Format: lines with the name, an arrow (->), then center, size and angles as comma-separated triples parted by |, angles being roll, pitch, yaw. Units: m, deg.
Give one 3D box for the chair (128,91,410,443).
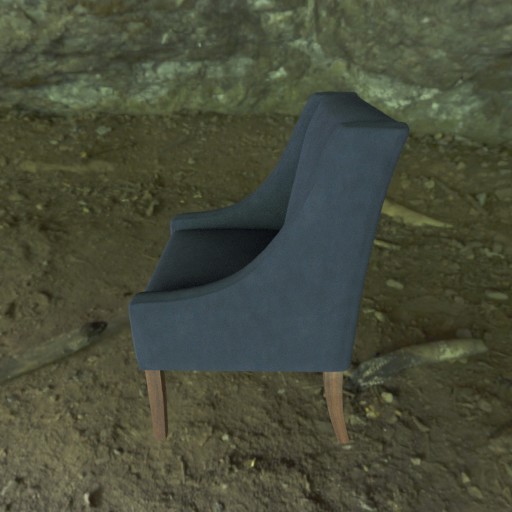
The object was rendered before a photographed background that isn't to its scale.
chair -> 0.000, 0.000, 1.344 | 0.629, 0.895, 0.629 | 0, 26, 1
